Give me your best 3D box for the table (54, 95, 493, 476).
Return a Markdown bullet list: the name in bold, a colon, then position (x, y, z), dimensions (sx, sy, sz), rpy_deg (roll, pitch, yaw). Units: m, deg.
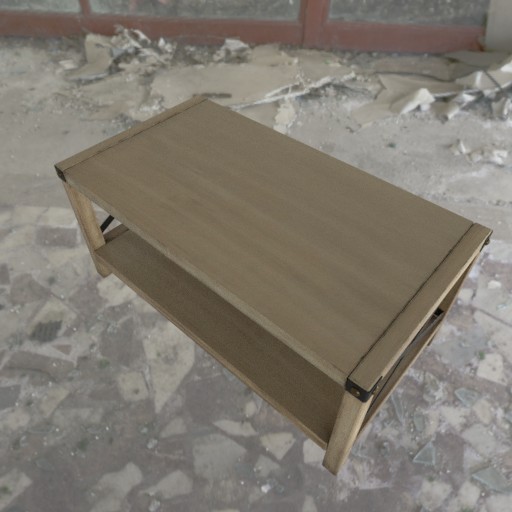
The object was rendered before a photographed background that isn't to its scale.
- **table**: position (0.000, 0.000, 1.288), dimensions (1.016, 0.456, 0.559), rpy_deg (33, 55, 27)
